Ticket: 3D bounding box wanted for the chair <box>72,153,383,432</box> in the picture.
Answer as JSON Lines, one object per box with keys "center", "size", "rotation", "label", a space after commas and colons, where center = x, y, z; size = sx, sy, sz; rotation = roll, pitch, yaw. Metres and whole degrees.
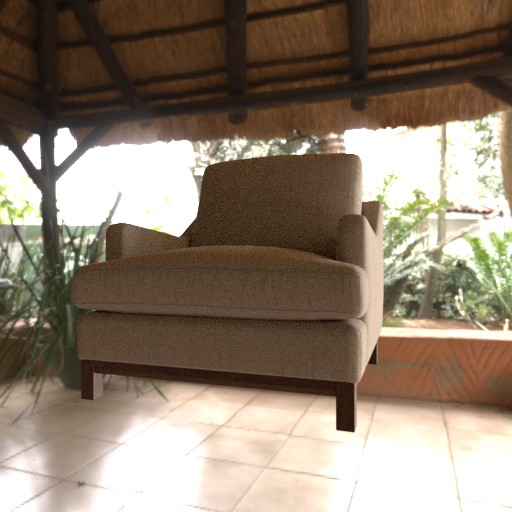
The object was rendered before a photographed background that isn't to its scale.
{"center": [0.000, 0.000, 1.708], "size": [0.912, 0.916, 1.001], "rotation": [0, -1, 19], "label": "chair"}
